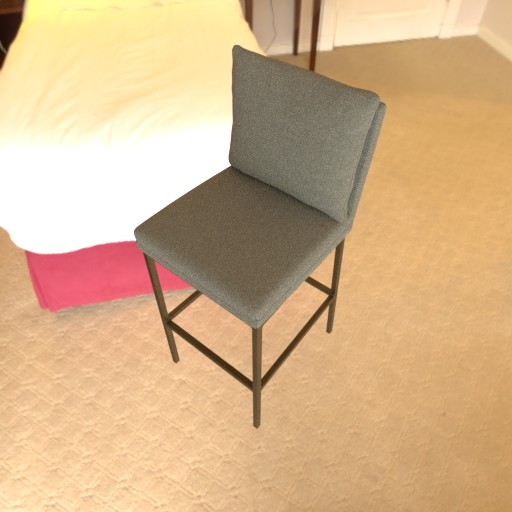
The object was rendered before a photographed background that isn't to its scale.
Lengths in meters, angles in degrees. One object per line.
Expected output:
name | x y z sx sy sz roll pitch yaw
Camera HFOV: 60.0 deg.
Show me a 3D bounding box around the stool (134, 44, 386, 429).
stool | 0.000 0.000 1.449 0.463 1.132 0.569 31 55 25
